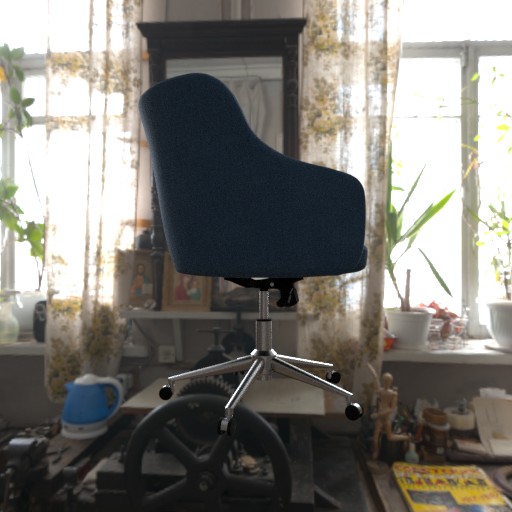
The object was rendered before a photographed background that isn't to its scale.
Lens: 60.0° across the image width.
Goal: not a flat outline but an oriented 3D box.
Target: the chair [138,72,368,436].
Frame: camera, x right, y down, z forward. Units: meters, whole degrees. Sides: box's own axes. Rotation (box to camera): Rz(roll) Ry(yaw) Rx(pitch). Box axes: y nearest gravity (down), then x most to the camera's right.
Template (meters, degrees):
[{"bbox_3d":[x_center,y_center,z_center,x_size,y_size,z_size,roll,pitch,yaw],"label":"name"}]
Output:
[{"bbox_3d":[0.000,0.000,1.263,0.655,0.820,0.599,0,-1,-35],"label":"chair"}]
